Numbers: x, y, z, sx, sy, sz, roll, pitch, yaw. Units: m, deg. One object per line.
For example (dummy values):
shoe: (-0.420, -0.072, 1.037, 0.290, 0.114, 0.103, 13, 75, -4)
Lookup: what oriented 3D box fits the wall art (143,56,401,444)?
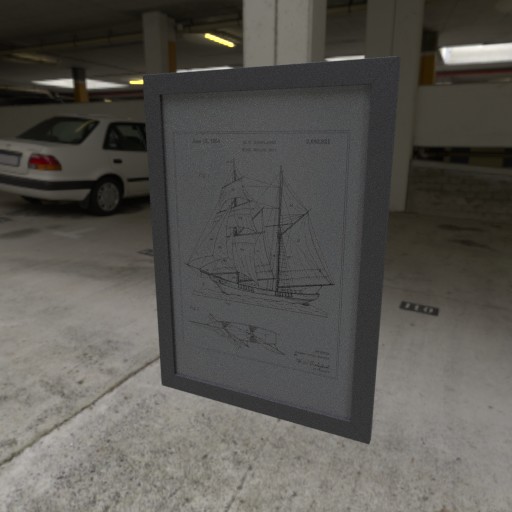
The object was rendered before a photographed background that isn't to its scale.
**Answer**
wall art: (0.000, 0.000, 0.675, 0.380, 0.534, 0.013, 7, 16, 25)
